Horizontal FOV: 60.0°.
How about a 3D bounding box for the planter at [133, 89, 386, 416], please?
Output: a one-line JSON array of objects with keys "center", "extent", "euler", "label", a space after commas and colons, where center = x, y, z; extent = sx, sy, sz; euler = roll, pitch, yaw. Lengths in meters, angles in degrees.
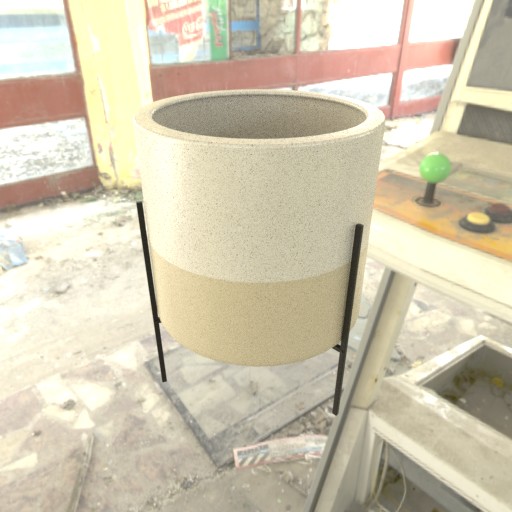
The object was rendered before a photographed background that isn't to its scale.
[{"center": [0.000, 0.000, 0.758], "extent": [0.368, 0.484, 0.359], "euler": [-8, 31, -14], "label": "planter"}]
